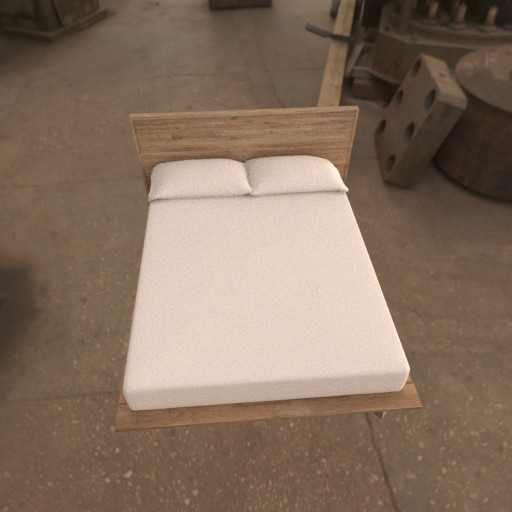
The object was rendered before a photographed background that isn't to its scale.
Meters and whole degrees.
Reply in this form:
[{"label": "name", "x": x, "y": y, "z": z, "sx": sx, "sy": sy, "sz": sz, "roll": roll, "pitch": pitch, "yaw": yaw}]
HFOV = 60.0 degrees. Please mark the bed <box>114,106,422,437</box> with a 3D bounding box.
[{"label": "bed", "x": 0.000, "y": 0.000, "z": 3.046, "sx": 1.759, "sy": 1.071, "sz": 2.145, "roll": -3, "pitch": 45, "yaw": -3}]
